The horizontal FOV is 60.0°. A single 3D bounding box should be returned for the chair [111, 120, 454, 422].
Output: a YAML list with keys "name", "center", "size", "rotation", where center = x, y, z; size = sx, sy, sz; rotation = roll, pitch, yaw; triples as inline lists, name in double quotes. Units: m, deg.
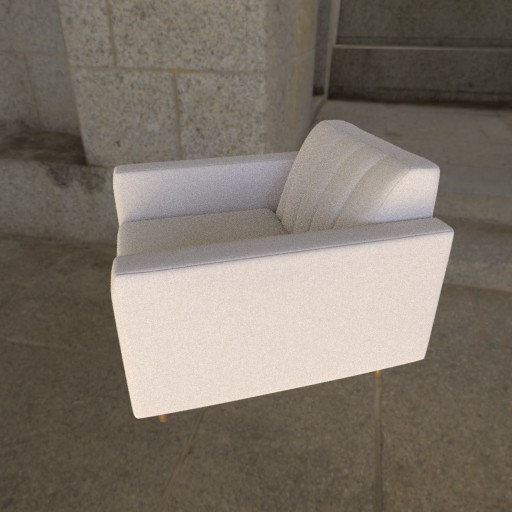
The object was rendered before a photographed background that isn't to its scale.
- name: "chair"
  center: [0.000, 0.000, 1.651]
  size: [0.998, 0.819, 0.953]
  rotation: [-8, 30, -13]
